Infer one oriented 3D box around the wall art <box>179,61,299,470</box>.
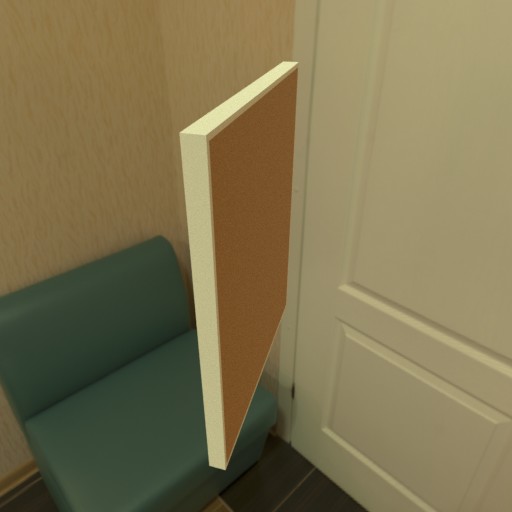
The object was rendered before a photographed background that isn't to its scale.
[{"bbox_3d":[0.000,0.000,0.756,0.030,0.549,0.443,9,33,14],"label":"wall art"}]
